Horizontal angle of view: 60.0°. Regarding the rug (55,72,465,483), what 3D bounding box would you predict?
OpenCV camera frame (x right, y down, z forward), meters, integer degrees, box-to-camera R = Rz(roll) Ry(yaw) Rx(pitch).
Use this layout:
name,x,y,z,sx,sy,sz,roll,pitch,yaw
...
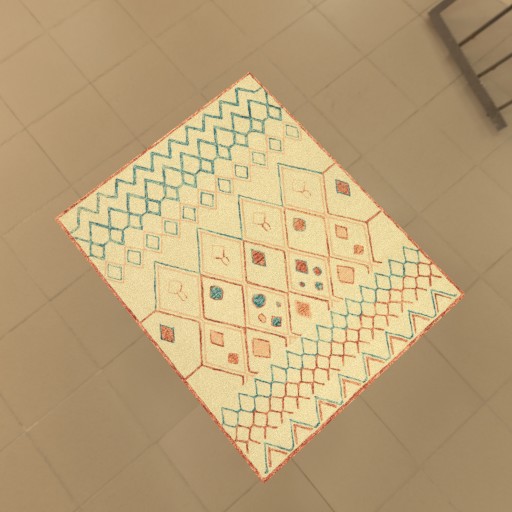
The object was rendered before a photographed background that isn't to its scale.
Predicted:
name,x,y,z,sx,sy,sz,roll,pitch,yaw
rug,0.000,0.000,4.138,2.441,0.016,3.050,-40,80,-8
